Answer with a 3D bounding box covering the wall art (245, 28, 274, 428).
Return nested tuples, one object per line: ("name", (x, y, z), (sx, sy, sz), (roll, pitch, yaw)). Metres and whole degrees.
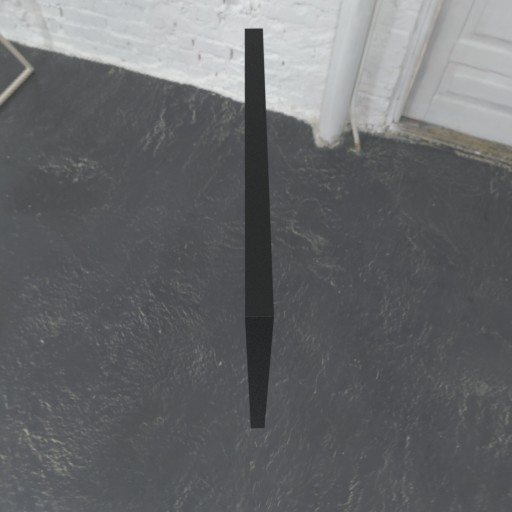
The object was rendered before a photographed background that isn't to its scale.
("wall art", (0.000, 0.000, 0.544), (0.019, 0.381, 0.330), (-1, 58, 0))
